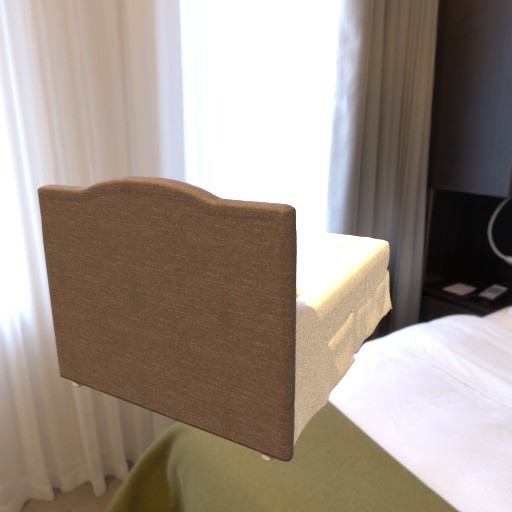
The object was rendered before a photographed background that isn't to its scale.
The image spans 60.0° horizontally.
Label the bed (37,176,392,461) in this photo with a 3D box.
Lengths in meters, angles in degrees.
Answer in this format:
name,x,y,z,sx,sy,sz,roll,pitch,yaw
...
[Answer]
name,x,y,z,sx,sy,sz,roll,pitch,yaw
bed,0.000,0.000,3.508,1.741,1.441,2.507,8,18,28
